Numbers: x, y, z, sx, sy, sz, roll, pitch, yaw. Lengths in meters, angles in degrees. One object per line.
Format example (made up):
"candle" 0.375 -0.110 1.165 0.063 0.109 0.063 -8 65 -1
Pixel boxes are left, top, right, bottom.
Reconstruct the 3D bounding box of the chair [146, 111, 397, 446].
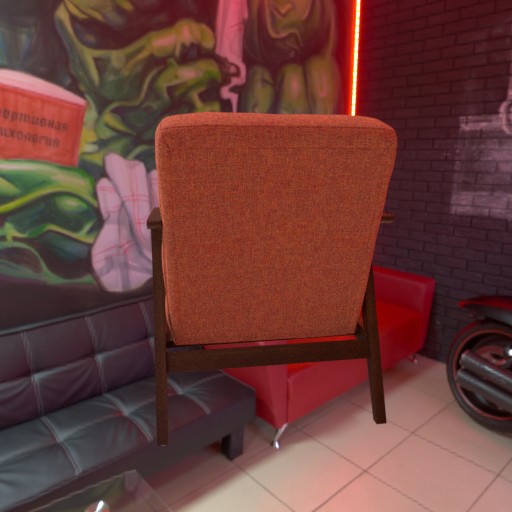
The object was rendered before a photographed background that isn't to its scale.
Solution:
"chair" 0.000 0.000 1.533 0.719 0.890 0.860 -2 13 -9
